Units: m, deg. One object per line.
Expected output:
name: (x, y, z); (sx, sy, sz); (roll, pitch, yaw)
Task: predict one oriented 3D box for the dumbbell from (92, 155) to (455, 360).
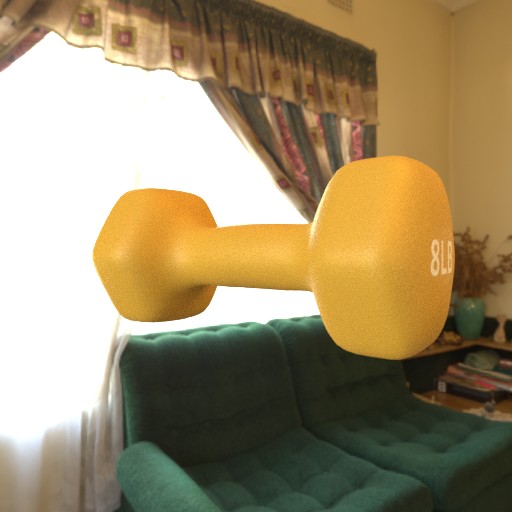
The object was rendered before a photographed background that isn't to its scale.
dumbbell: (0.000, 0.000, 0.236); (0.190, 0.082, 0.090); (0, 1, 38)
